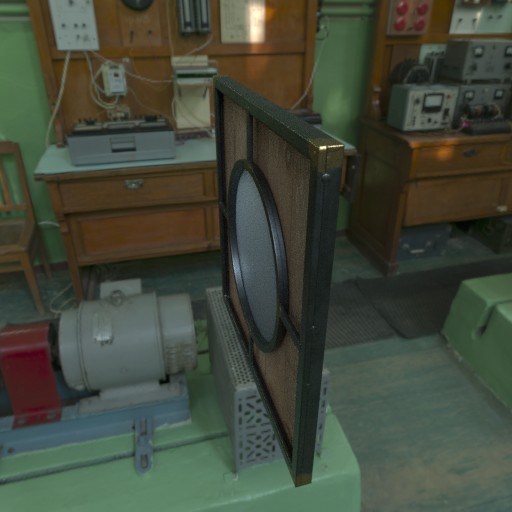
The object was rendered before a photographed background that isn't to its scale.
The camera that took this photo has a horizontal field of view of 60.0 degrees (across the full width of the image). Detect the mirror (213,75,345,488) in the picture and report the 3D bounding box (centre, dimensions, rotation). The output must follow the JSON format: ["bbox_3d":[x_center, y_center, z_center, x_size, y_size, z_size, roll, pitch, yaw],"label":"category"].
[{"bbox_3d":[0.000,0.000,0.560,0.020,0.381,0.382,-8,30,-14],"label":"mirror"}]
